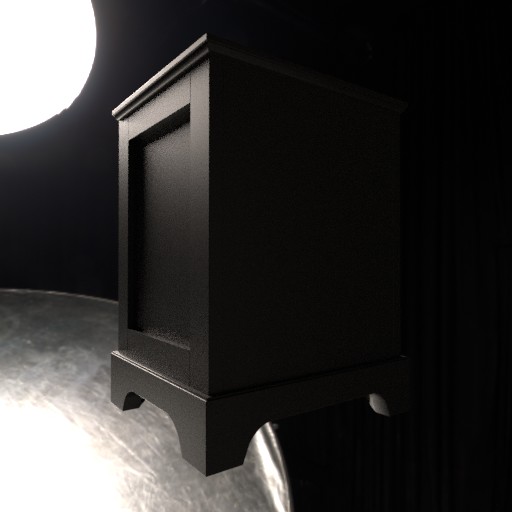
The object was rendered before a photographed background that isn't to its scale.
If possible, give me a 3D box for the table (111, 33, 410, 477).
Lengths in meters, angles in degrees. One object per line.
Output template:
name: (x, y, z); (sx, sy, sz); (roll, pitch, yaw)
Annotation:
table: (0.000, 0.000, 0.903); (0.460, 0.610, 0.399); (1, -1, -36)
